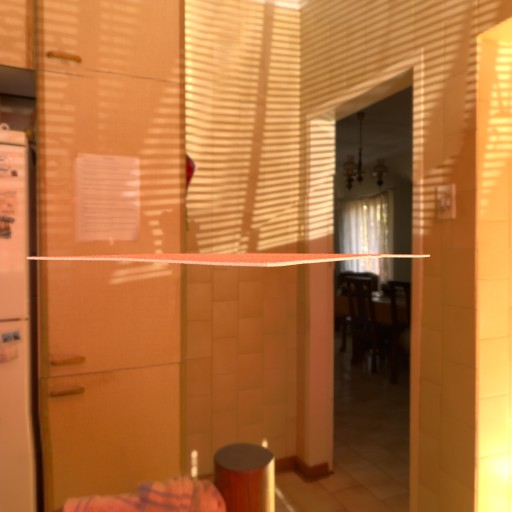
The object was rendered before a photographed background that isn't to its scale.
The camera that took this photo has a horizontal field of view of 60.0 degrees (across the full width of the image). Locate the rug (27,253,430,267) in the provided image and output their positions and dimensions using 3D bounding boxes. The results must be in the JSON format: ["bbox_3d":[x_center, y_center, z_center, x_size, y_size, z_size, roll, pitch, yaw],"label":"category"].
[{"bbox_3d":[0.000,0.000,4.290,2.434,0.045,3.202,1,1,36],"label":"rug"}]
